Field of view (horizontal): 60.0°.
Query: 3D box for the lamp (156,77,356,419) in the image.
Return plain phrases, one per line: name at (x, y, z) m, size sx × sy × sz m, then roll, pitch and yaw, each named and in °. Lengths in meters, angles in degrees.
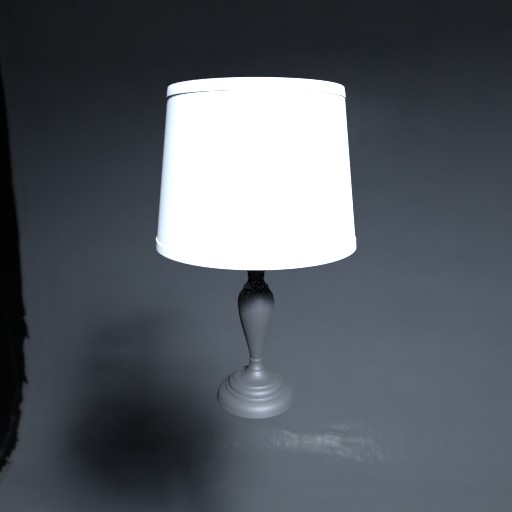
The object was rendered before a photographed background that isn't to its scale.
lamp at (0.000, 0.000, 0.708) m, size 0.310 × 0.501 × 0.310 m, roll 0°, pitch 15°, yaw 0°
